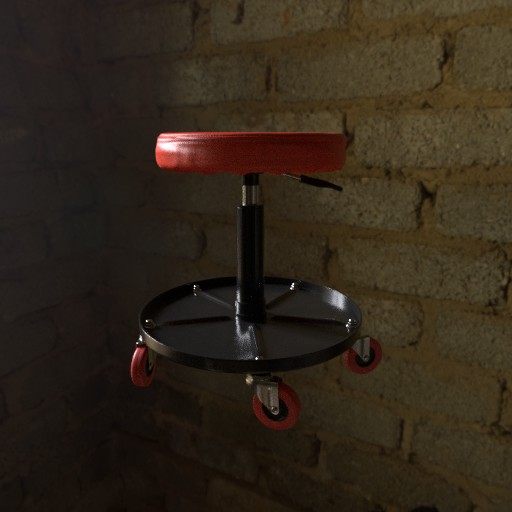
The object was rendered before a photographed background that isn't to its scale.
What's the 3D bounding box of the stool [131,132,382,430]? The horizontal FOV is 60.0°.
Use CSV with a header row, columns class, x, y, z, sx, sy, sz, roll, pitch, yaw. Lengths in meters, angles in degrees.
class,x,y,z,sx,sy,sz,roll,pitch,yaw
stool,0.000,0.000,0.684,0.382,0.365,0.381,-2,15,-9
